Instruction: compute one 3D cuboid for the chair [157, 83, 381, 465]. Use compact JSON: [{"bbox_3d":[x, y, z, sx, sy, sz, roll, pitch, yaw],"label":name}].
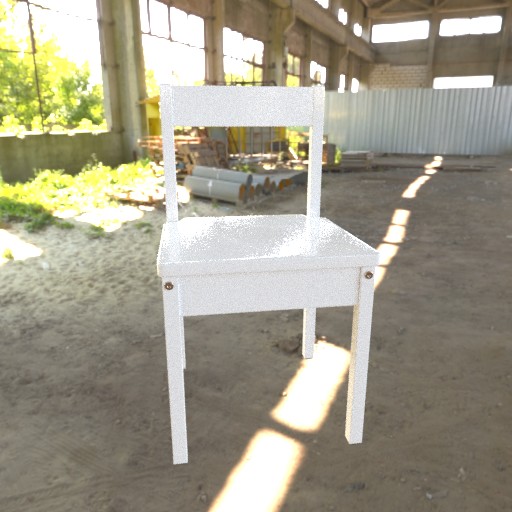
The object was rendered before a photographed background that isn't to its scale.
[{"bbox_3d":[0.000,0.000,0.888,0.367,0.668,0.361,-3,17,-9],"label":"chair"}]
